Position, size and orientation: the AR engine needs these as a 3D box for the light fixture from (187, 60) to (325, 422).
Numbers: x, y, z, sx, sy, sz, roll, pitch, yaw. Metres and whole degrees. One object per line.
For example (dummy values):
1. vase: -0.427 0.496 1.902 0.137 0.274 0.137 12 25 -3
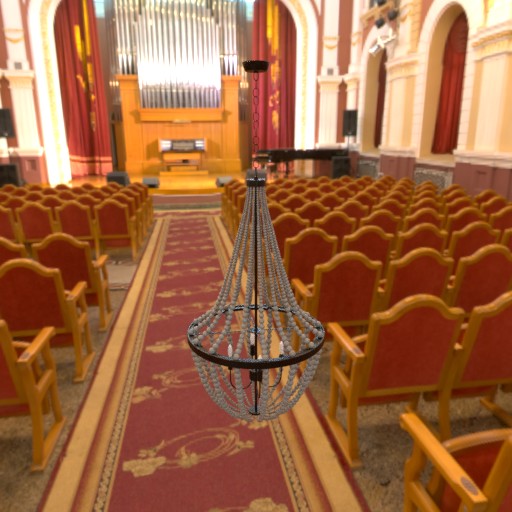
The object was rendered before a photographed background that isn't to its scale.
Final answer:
1. light fixture: 0.000 0.000 1.400 0.450 1.133 0.450 0 15 0
